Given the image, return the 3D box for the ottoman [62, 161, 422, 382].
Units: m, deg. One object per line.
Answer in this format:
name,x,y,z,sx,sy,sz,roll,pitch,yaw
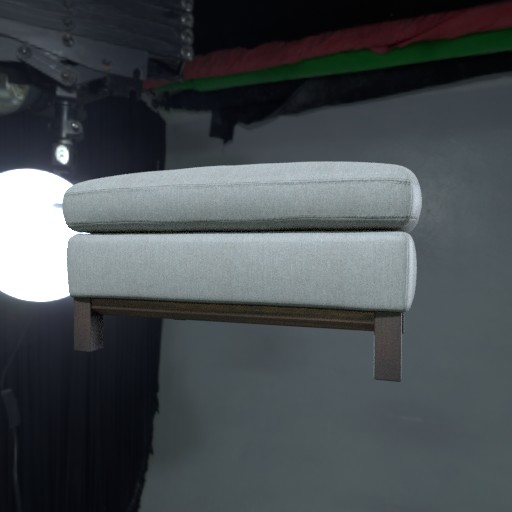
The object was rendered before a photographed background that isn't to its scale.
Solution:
ottoman,0.000,0.000,1.060,0.735,0.404,0.528,0,2,19
